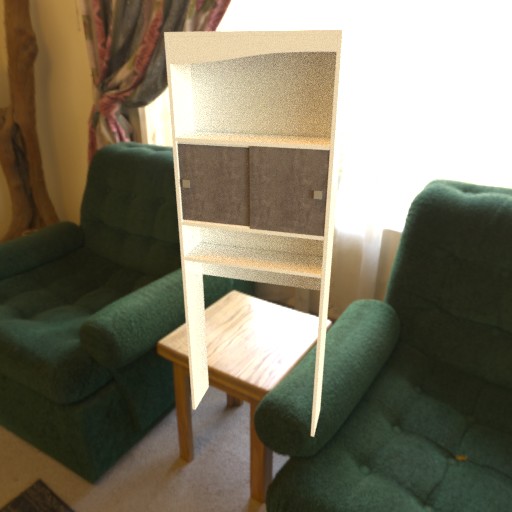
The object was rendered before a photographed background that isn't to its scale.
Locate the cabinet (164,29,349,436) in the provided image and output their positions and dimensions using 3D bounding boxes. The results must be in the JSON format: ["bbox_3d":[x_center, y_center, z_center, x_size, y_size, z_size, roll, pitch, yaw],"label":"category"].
[{"bbox_3d":[0.000,0.000,1.960,0.643,1.770,0.192,7,25,15],"label":"cabinet"}]
